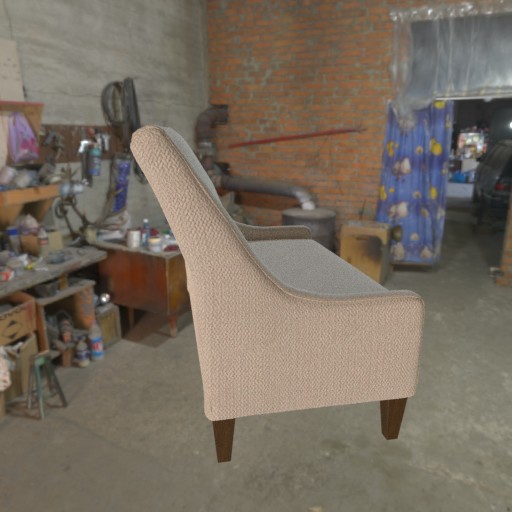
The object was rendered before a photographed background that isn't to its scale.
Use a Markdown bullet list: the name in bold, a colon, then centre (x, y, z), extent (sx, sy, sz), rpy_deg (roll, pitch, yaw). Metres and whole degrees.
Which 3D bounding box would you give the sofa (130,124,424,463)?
- **sofa**: centre (0.000, 0.000, 1.860), extent (0.870, 1.022, 1.242), rpy_deg (-3, 15, -11)
